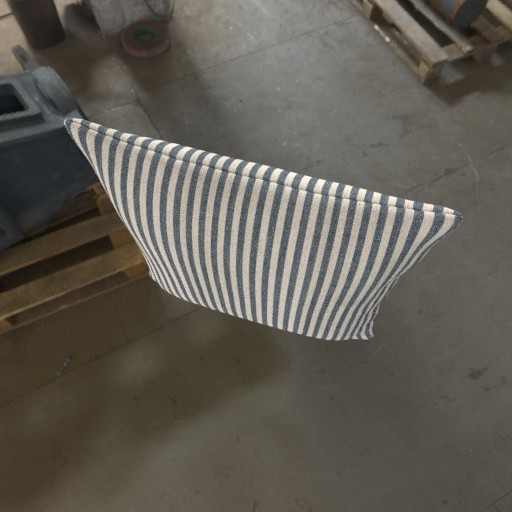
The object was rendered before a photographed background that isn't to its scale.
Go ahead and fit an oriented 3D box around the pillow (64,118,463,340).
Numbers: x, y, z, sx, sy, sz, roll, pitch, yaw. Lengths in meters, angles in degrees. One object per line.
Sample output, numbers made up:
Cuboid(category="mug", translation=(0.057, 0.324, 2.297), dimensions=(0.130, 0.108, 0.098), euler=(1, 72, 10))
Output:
Cuboid(category="pillow", translation=(0.000, 0.000, 0.774), dimensions=(0.523, 0.510, 0.166), euler=(15, 64, 8))
